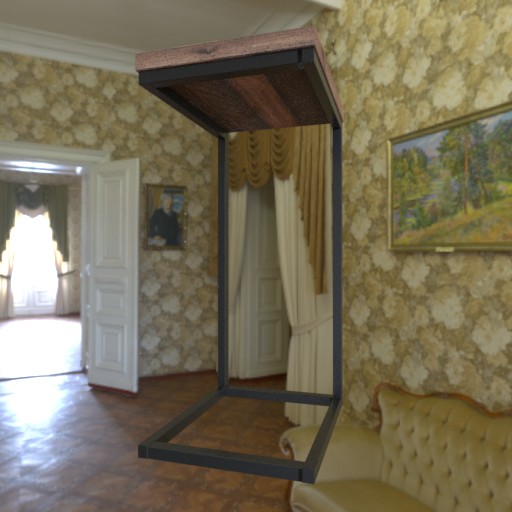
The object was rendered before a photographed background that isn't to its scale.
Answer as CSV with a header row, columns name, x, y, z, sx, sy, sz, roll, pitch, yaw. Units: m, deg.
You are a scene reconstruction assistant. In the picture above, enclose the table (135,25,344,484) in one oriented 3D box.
name,x,y,z,sx,sy,sz,roll,pitch,yaw
table,0.000,0.000,0.934,0.323,0.718,0.414,0,0,17
